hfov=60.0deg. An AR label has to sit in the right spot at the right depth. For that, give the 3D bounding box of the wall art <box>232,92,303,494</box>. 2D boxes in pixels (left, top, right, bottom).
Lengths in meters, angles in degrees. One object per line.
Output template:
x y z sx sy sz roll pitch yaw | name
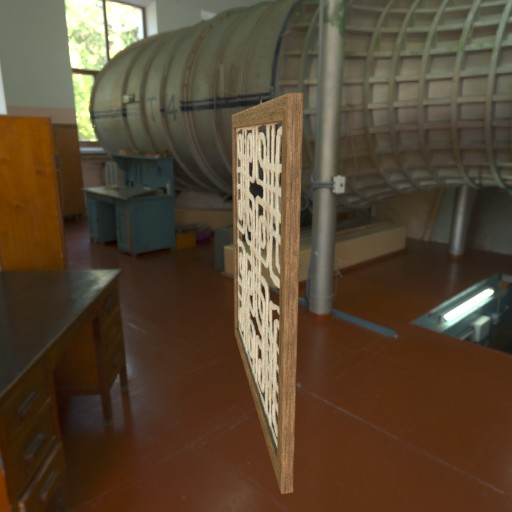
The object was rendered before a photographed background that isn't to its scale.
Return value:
0.000 0.000 0.849 0.021 0.582 0.561 -3 15 -9 | wall art
